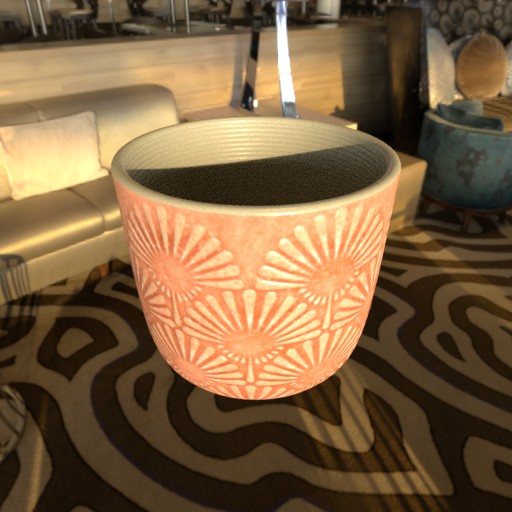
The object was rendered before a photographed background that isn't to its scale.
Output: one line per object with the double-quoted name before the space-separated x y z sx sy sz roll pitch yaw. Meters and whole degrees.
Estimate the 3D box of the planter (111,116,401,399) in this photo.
"planter" 0.000 0.000 0.224 0.124 0.109 0.124 0 31 0
